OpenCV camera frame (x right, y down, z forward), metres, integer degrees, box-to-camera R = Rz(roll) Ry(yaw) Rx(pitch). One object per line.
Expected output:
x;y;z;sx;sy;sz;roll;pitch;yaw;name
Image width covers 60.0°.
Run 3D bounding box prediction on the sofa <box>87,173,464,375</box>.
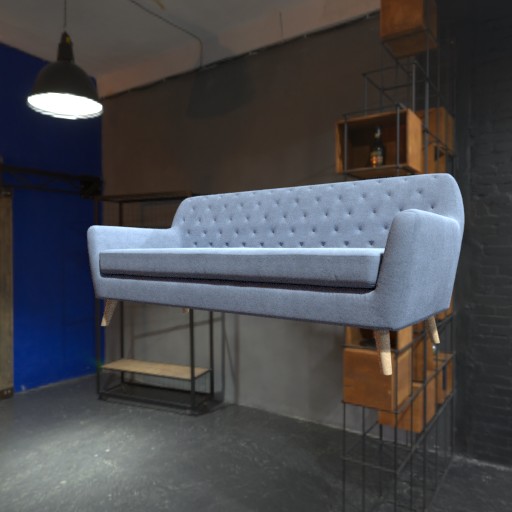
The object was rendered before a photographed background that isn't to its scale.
0.000;0.000;2.399;1.970;0.830;0.830;1;1;36;sofa
